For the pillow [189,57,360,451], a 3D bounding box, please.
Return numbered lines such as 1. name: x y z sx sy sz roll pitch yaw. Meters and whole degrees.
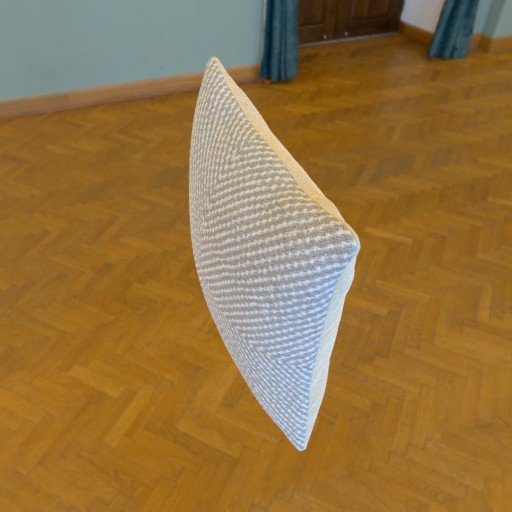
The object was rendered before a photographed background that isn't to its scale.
1. pillow: 0.000 0.000 0.700 0.181 0.458 0.459 -15 47 -14
